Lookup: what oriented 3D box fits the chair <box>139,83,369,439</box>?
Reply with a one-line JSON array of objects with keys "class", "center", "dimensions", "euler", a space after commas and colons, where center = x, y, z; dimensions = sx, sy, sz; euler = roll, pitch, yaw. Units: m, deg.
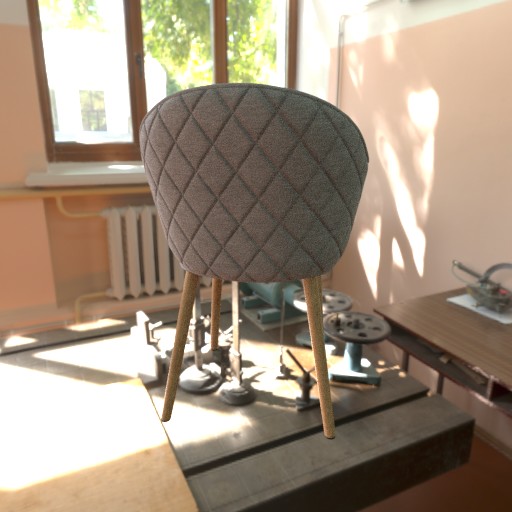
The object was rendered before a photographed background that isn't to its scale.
[{"class": "chair", "center": [0.000, 0.000, 1.160], "dimensions": [0.540, 0.800, 0.530], "euler": [2, 16, 9]}]
